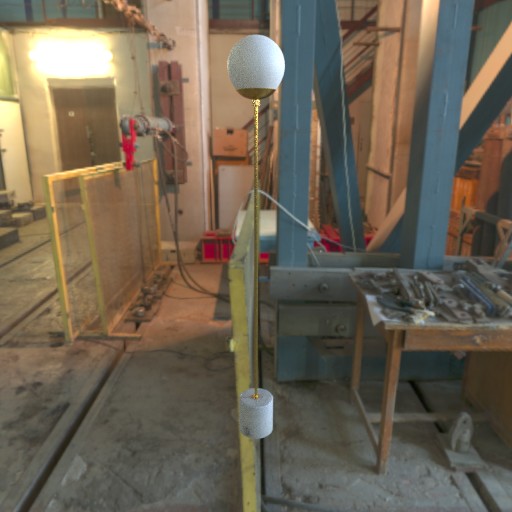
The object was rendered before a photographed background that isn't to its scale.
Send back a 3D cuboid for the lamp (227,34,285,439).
[{"bbox_3d":[0.000,0.000,1.932,0.224,1.753,0.224,15,22,43],"label":"lamp"}]
